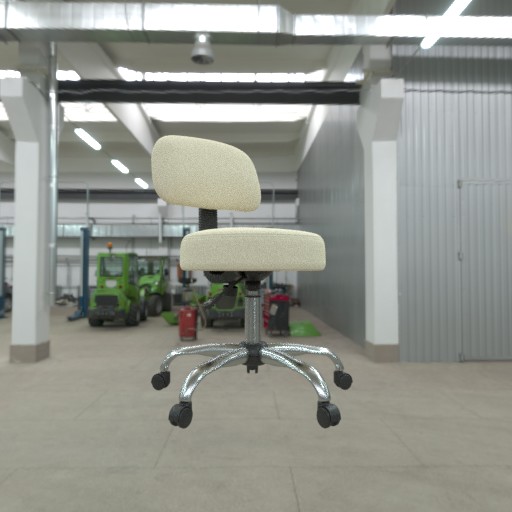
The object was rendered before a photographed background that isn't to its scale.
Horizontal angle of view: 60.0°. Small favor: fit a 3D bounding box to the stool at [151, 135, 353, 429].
[{"bbox_3d":[0.000,0.000,1.272,0.609,0.810,0.616,1,-2,-36],"label":"stool"}]
